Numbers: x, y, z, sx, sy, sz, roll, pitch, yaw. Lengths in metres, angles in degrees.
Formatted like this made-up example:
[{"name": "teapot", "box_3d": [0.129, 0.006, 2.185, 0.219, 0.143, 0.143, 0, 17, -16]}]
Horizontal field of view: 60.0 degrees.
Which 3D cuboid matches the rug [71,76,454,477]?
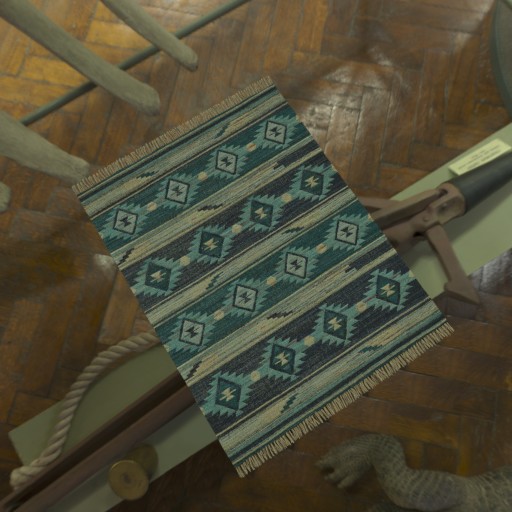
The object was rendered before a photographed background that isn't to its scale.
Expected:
[{"name": "rug", "box_3d": [0.000, 0.000, 4.387, 2.418, 0.047, 3.307, -32, 79, -7]}]
